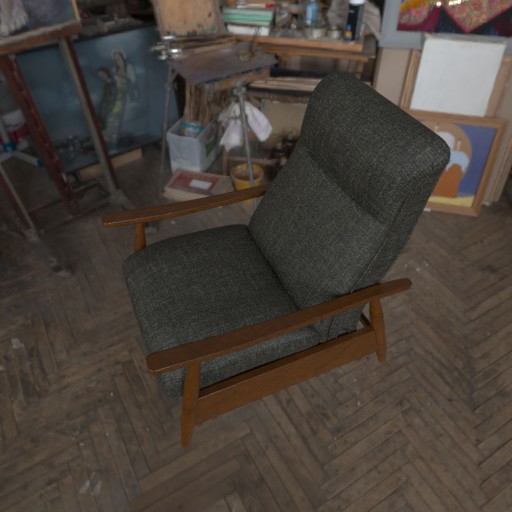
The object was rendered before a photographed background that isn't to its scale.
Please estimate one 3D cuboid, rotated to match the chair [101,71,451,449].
[{"bbox_3d":[0.000,0.000,1.719,1.014,1.082,0.762,-18,48,-17],"label":"chair"}]
